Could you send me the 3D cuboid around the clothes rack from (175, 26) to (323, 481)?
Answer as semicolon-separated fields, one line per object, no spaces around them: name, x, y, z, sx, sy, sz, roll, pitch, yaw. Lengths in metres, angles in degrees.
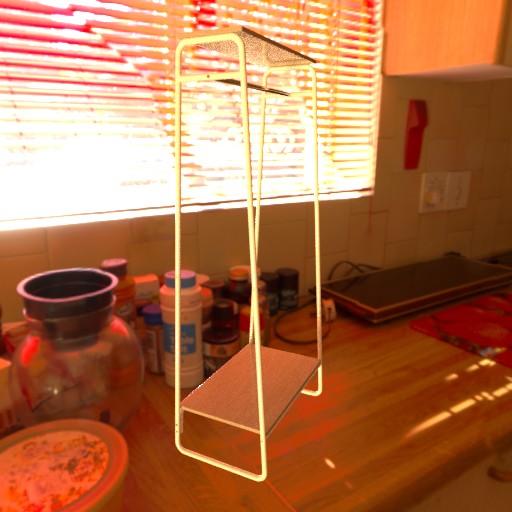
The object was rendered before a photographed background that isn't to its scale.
clothes rack;0.000;0.000;1.759;0.400;1.512;0.640;7;16;26
